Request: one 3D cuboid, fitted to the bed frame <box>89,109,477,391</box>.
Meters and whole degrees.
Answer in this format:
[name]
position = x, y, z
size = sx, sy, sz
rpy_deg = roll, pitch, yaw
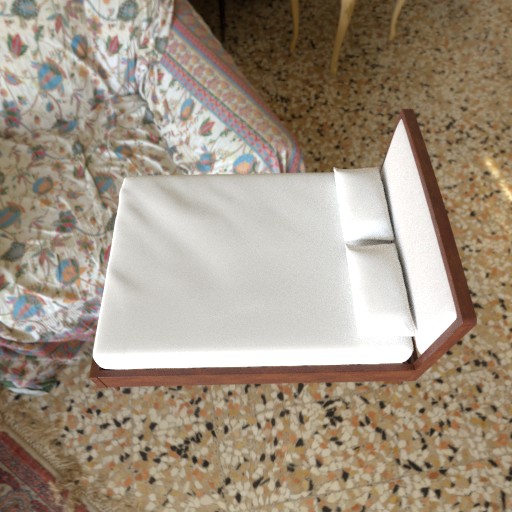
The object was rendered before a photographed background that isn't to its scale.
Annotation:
[bed frame]
position = 0.000, 0.000, 3.122
size = 2.171, 1.279, 1.587
rpy_deg = -1, 59, -1
